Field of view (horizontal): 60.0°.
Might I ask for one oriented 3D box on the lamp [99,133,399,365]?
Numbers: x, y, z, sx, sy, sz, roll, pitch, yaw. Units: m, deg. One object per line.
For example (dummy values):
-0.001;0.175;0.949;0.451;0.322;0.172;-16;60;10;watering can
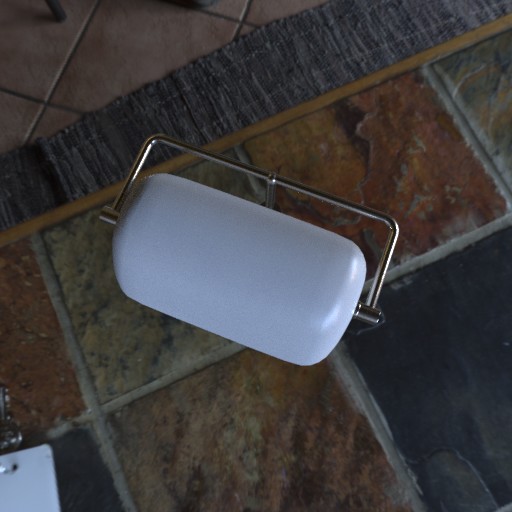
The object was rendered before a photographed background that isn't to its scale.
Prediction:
0.000;0.000;0.563;0.269;0.404;0.227;21;77;5;lamp
